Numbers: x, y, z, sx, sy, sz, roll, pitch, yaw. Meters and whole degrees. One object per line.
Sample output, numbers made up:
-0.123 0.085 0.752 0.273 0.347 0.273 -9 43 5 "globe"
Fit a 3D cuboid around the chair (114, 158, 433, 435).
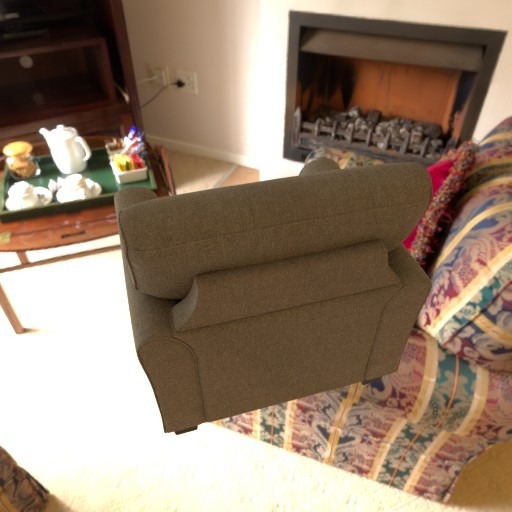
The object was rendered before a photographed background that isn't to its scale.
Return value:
0.000 0.000 1.632 0.941 0.890 0.816 -11 42 -12 "chair"
